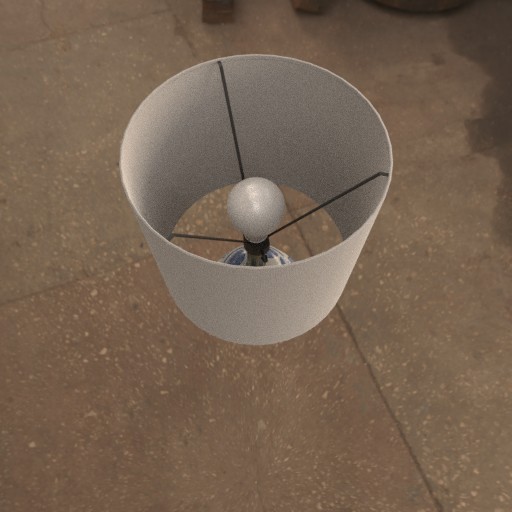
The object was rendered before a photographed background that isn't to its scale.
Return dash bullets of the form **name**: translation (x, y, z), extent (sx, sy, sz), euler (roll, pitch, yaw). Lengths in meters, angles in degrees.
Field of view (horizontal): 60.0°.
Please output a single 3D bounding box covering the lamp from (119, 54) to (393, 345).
- **lamp**: translation (0.000, 0.000, 0.520), extent (0.215, 0.381, 0.215), euler (-17, 64, -8)
